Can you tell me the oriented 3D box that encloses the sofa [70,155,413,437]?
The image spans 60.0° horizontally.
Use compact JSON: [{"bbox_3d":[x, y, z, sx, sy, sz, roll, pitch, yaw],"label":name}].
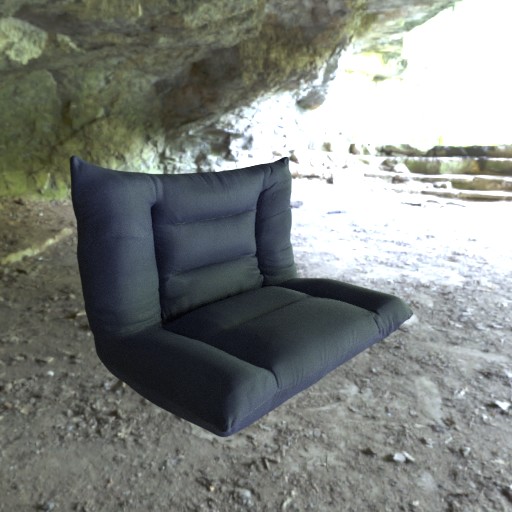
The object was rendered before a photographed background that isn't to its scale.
[{"bbox_3d":[0.000,0.000,1.728,0.849,0.778,1.122,13,20,42],"label":"sofa"}]
